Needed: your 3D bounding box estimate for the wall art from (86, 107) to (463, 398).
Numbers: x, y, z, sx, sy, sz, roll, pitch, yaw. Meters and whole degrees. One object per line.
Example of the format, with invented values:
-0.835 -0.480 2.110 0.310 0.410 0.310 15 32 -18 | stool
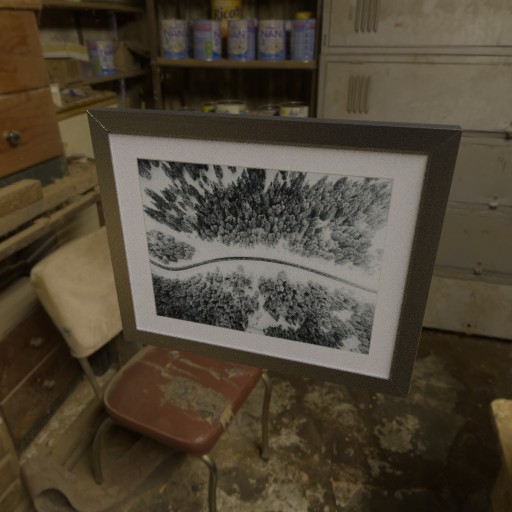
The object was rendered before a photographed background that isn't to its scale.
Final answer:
0.000 0.000 0.751 0.557 0.456 0.032 8 28 15 | wall art
